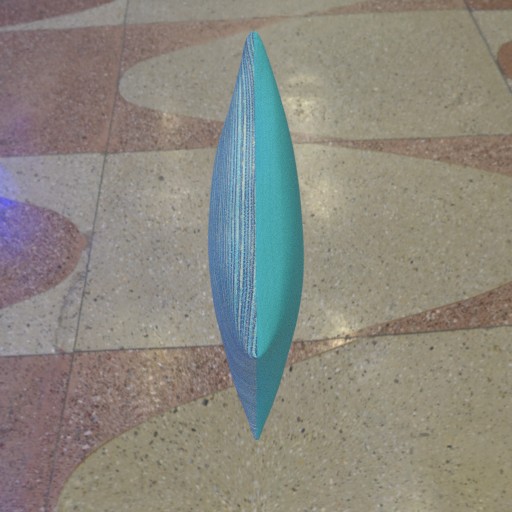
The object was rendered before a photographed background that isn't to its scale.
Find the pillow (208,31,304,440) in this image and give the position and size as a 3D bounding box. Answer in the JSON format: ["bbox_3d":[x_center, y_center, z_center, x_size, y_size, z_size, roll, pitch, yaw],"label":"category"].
[{"bbox_3d":[0.000,0.000,0.756,0.150,0.497,0.514,0,59,0],"label":"pillow"}]
